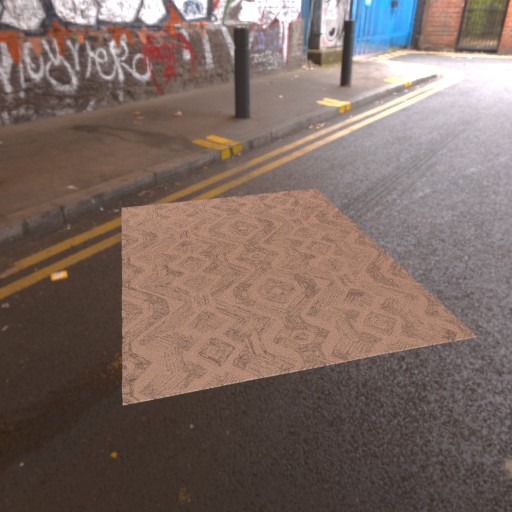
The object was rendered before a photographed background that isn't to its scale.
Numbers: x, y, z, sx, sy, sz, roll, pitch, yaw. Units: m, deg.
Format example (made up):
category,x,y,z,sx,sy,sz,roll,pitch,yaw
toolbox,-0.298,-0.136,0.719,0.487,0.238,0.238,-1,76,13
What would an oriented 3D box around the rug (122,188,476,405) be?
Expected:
category,x,y,z,sx,sy,sz,roll,pitch,yaw
rug,0.000,0.000,4.148,2.430,0.030,3.054,-7,30,-13
